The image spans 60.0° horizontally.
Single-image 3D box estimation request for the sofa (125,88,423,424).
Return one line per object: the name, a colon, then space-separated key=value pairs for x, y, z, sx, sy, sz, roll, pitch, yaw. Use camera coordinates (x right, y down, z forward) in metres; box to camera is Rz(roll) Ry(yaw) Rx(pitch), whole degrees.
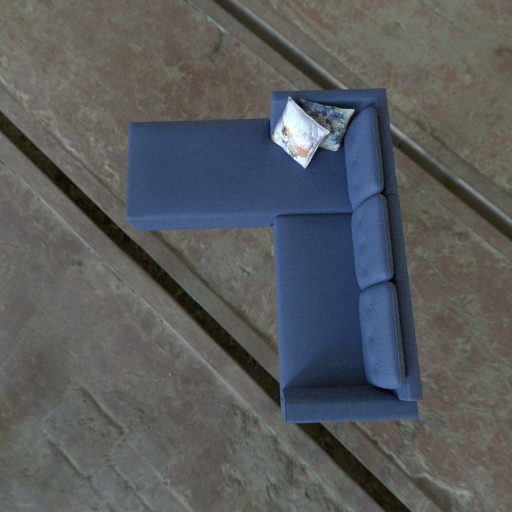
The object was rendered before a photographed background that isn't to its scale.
sofa: x=0.000 y=0.000 z=3.016 sx=1.829 sy=0.787 sz=2.120 roll=-2 pitch=76 yaw=0
